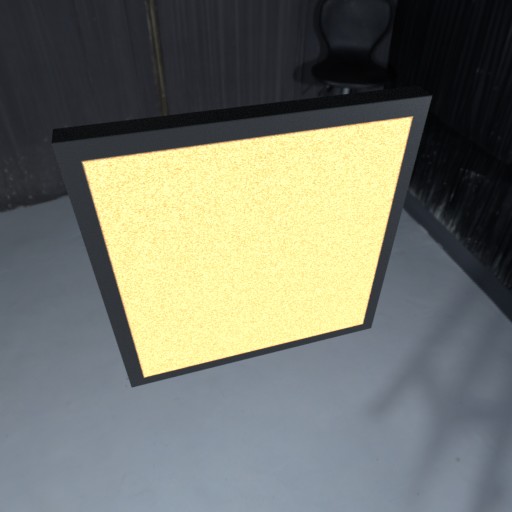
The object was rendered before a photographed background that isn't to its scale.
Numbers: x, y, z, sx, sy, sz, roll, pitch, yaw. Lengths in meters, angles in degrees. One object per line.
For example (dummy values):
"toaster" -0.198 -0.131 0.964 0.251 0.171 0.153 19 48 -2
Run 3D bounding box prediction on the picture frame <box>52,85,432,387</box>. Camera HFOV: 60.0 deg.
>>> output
"picture frame" 0.000 0.000 0.524 0.355 0.353 0.029 -11 42 -13
